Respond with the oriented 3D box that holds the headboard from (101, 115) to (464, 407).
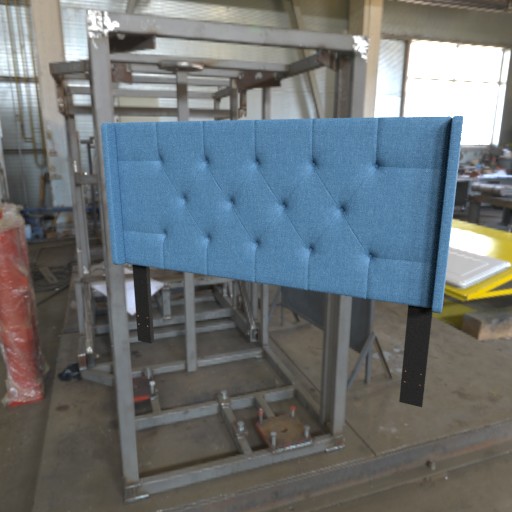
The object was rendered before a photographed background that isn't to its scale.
[{"bbox_3d":[0.000,0.000,2.592,2.051,1.524,0.184,7,16,24],"label":"headboard"}]
